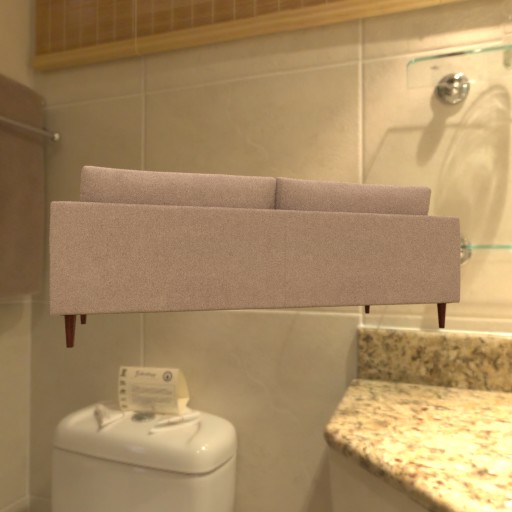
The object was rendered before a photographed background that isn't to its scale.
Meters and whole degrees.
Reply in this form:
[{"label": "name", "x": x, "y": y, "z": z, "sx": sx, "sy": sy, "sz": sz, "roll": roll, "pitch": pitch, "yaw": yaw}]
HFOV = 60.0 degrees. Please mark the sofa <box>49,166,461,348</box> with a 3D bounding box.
[{"label": "sofa", "x": 0.000, "y": 0.000, "z": 2.770, "sx": 2.250, "sy": 0.868, "sz": 1.020, "roll": 0, "pitch": -1, "yaw": -17}]
